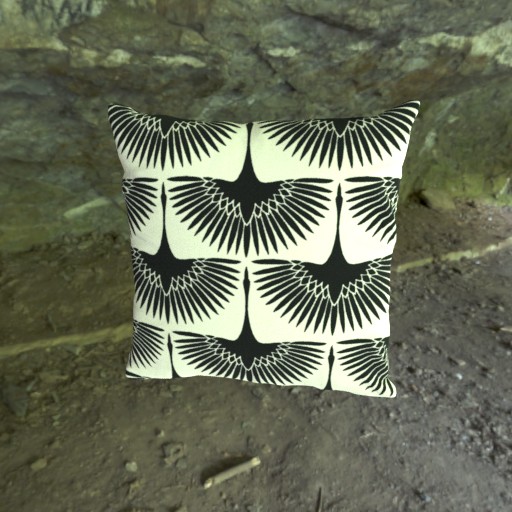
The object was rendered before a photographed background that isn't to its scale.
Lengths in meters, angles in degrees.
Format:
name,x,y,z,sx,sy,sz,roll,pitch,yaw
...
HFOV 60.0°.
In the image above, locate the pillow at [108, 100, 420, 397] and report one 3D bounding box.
name,x,y,z,sx,sy,sz,roll,pitch,yaw
pillow,0.000,0.000,0.656,0.432,0.432,0.139,2,14,7
